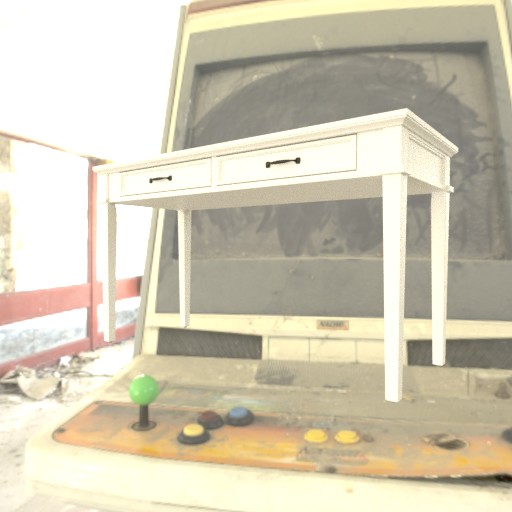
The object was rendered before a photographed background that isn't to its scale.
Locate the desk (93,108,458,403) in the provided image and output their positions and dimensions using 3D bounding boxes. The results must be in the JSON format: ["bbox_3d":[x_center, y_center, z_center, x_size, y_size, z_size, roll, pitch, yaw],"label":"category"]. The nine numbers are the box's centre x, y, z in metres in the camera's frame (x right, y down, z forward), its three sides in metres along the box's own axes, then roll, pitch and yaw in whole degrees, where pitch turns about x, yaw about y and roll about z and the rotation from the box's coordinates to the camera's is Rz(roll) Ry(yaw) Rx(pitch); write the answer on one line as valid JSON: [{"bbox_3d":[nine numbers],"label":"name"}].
[{"bbox_3d":[0.000,0.000,1.764,1.372,0.774,0.559,1,1,37],"label":"desk"}]
